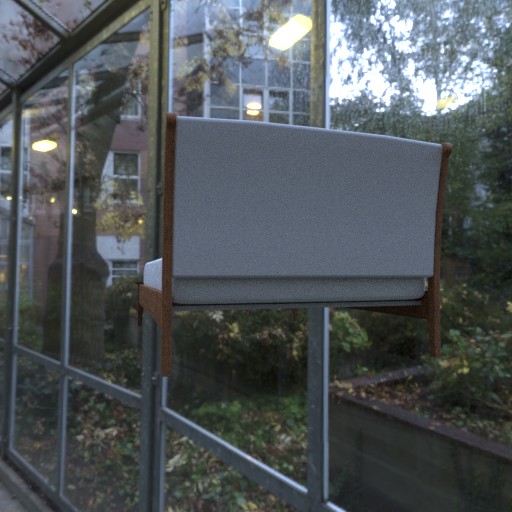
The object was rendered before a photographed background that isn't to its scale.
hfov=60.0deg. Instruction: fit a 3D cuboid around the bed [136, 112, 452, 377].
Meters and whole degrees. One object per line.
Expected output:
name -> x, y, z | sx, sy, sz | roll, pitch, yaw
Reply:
bed -> 0.000, 0.000, 3.047 | 1.502, 1.135, 2.108 | 1, -2, -18
